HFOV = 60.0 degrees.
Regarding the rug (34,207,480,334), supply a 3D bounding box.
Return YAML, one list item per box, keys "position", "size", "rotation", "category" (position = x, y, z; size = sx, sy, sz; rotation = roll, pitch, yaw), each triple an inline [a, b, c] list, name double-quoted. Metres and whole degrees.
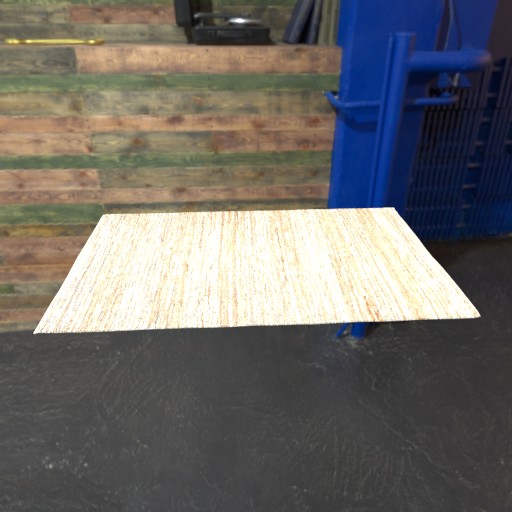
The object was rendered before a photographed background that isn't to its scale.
- position: [0.000, 0.000, 3.057]
  size: [2.446, 0.009, 1.529]
  rotation: [-2, 30, -3]
  category: "rug"
